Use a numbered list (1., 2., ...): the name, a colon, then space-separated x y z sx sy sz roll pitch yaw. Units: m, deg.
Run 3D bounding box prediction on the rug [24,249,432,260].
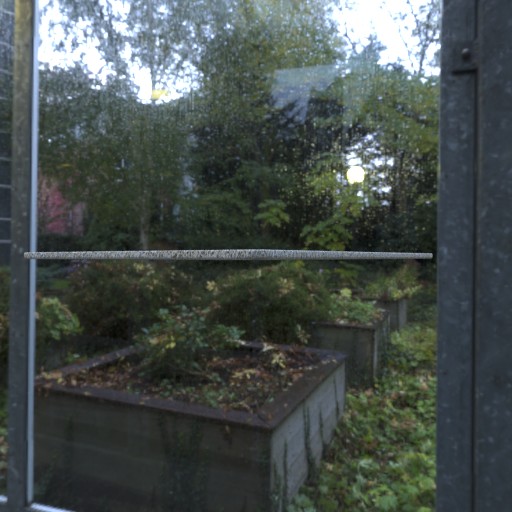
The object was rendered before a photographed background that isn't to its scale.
1. rug: 0.000 0.000 2.100 1.200 0.027 1.600 0 0 37
